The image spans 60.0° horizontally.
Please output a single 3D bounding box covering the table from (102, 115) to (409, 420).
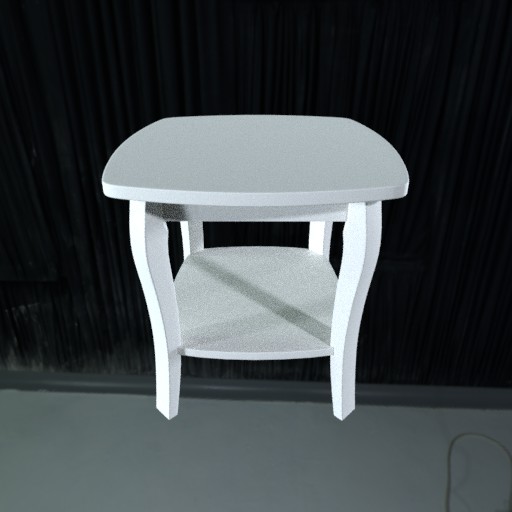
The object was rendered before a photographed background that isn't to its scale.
[{"bbox_3d":[0.000,0.000,0.855,0.451,0.438,0.502,0,28,0],"label":"table"}]
